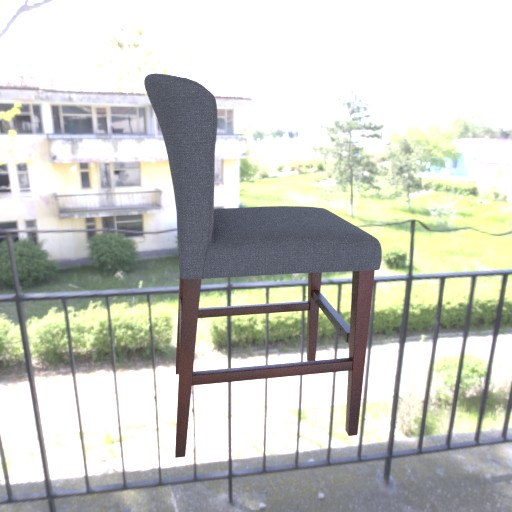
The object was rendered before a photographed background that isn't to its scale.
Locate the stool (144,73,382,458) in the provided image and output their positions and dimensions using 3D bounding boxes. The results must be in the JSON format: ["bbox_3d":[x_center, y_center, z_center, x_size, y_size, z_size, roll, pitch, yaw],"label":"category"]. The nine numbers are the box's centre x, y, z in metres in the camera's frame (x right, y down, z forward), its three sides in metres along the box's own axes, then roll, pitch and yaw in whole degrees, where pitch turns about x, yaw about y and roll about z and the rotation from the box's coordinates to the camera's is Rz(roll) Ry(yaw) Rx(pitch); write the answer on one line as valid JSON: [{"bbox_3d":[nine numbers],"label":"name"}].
[{"bbox_3d":[0.000,0.000,1.290,0.568,0.968,0.479,-3,17,-9],"label":"stool"}]
